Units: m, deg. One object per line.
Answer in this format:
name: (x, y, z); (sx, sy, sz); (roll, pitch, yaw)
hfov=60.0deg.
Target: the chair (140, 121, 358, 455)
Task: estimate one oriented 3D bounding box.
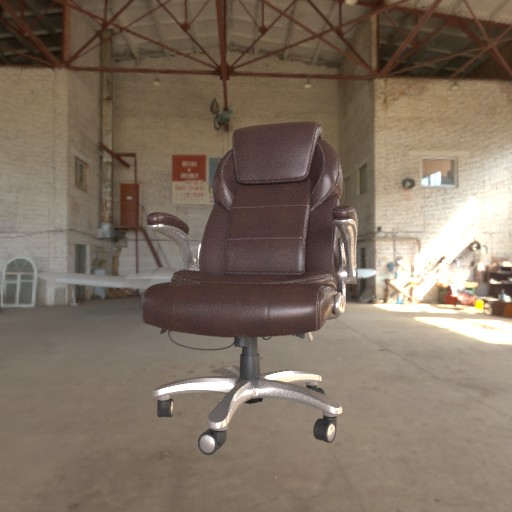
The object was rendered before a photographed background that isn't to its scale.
chair: (0.000, 0.000, 1.629); (0.733, 1.160, 0.774); (0, -1, 17)
